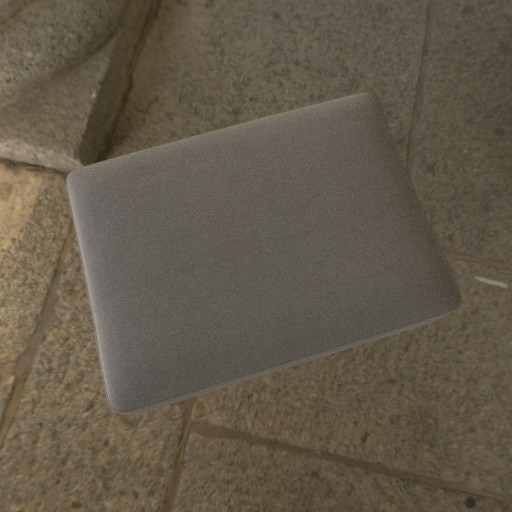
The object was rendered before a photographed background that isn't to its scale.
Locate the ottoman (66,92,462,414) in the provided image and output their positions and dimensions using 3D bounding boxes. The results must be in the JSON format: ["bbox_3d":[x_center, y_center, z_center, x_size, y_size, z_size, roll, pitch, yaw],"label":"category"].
[{"bbox_3d":[0.000,0.000,1.084,0.749,0.428,0.549,-16,76,-4],"label":"ottoman"}]
